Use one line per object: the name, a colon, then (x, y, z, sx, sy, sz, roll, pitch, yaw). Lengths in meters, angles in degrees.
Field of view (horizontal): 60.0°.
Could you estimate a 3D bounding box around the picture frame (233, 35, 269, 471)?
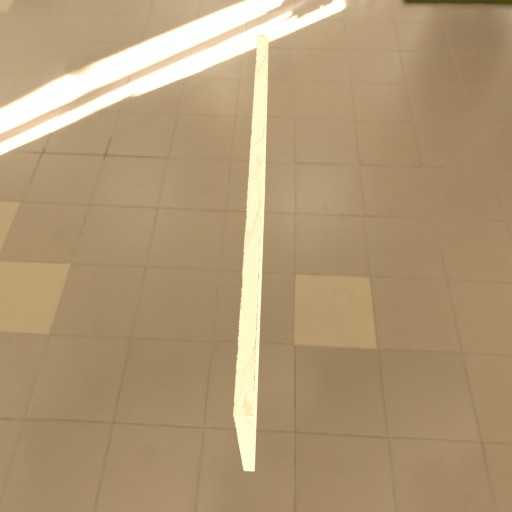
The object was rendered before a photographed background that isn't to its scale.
picture frame: (0.000, 0.000, 1.164, 0.029, 0.640, 0.950, 2, 58, 1)
